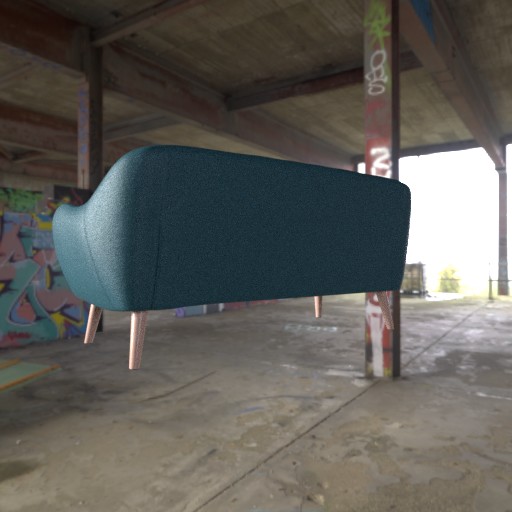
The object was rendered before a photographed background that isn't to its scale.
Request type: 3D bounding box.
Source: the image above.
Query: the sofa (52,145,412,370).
[{"bbox_3d":[0.000,0.000,2.302,1.840,0.836,0.820,0,0,-36],"label":"sofa"}]
